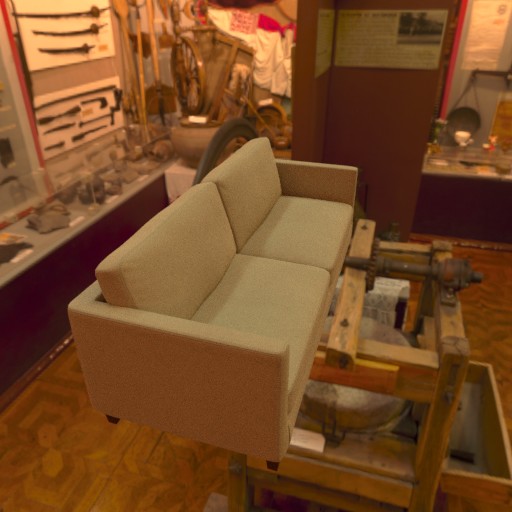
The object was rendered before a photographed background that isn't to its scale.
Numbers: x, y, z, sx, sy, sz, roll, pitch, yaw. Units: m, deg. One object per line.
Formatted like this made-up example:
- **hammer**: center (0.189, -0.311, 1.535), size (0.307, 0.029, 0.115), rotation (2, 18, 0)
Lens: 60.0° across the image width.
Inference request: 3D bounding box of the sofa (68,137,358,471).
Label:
- **sofa**: center (0.000, 0.000, 2.672), size (0.948, 0.932, 2.181), rotation (9, 31, 16)
